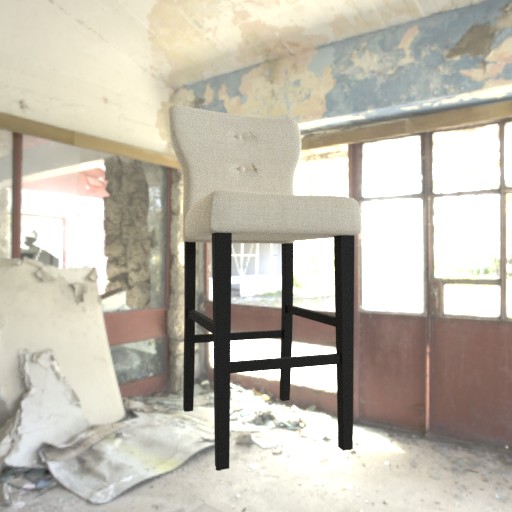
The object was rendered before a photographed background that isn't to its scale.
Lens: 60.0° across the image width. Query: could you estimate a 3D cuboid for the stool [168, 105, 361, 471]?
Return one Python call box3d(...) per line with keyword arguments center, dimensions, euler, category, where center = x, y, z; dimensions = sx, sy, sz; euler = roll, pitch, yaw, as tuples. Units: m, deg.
box3d(center=(0.000, 0.000, 1.481), dimensions=(0.516, 1.124, 0.603), euler=(0, -1, -19), category="stool")
